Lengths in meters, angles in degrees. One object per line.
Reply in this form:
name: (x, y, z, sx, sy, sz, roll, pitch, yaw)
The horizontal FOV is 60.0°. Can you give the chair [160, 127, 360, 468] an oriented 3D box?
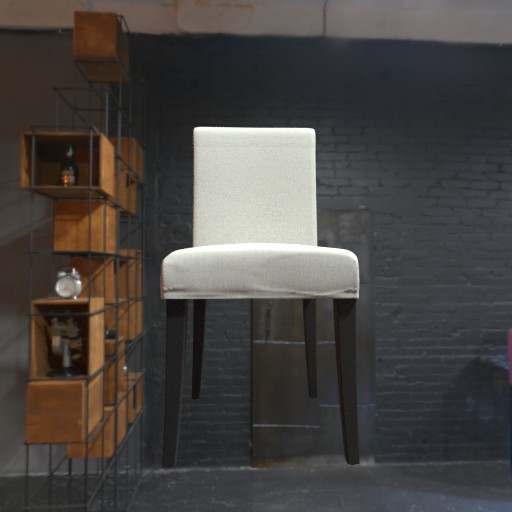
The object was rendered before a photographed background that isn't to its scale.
chair: (0.000, 0.000, 1.341, 0.452, 0.976, 0.708, 0, -2, -2)
